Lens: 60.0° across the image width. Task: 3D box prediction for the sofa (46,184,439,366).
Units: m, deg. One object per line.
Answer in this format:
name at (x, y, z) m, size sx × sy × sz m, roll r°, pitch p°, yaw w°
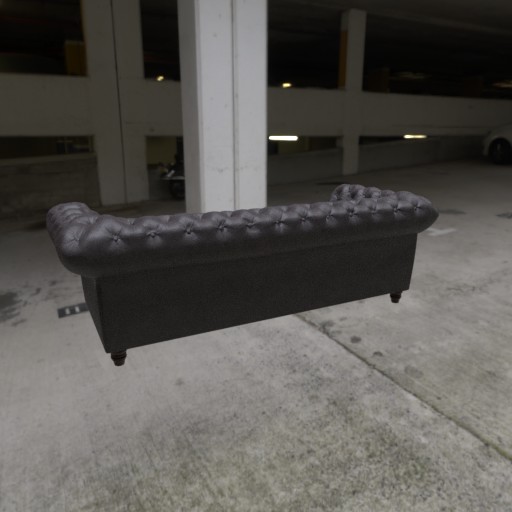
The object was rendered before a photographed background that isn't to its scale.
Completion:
sofa at (0.000, 0.000, 2.874) m, size 2.385 × 0.783 × 0.944 m, roll -8°, pitch 17°, yaw -26°
